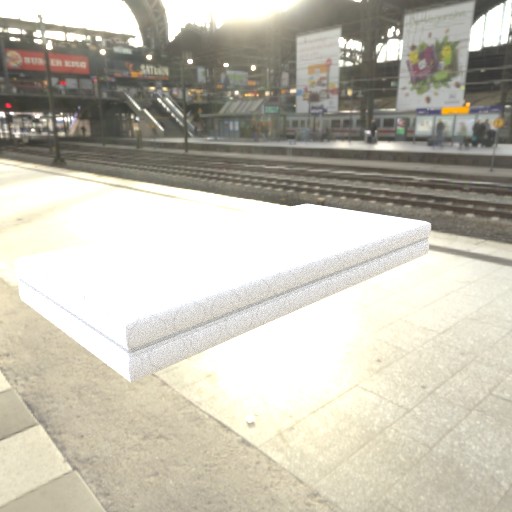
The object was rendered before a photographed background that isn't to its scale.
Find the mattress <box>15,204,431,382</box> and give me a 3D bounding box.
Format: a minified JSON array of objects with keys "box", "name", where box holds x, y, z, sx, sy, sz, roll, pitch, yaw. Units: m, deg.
[{"box":[0.000,0.000,2.169,0.900,0.200,1.900,16,22,43],"name":"mattress"}]
